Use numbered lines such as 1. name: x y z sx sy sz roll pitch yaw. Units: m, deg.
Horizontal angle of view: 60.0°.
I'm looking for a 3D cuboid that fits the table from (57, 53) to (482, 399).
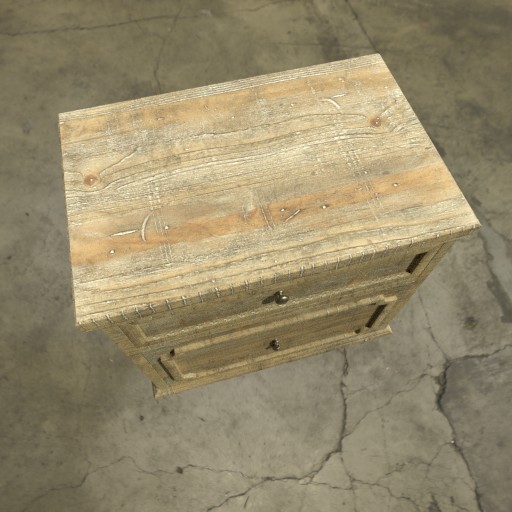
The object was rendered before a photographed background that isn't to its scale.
1. table: 0.000 0.000 1.121 0.686 0.711 0.457 -13 63 -7
